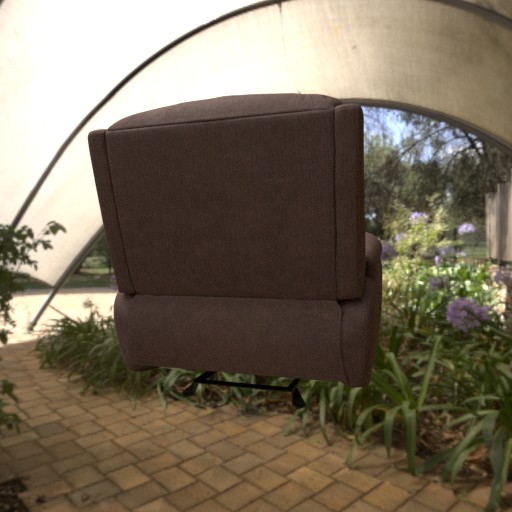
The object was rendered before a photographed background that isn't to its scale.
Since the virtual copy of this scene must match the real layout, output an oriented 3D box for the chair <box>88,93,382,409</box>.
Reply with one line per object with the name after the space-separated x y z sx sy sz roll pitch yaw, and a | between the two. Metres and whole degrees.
0.000 0.000 1.715 0.930 1.011 0.899 0 0 18 | chair
